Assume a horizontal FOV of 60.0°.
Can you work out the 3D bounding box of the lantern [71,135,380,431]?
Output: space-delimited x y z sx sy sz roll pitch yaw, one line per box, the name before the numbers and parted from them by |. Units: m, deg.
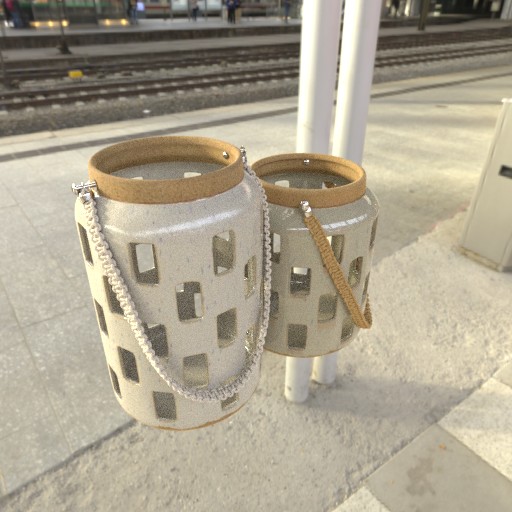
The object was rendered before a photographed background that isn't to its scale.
lantern | 0.000 0.000 0.483 0.347 0.255 0.184 -21 36 -33
